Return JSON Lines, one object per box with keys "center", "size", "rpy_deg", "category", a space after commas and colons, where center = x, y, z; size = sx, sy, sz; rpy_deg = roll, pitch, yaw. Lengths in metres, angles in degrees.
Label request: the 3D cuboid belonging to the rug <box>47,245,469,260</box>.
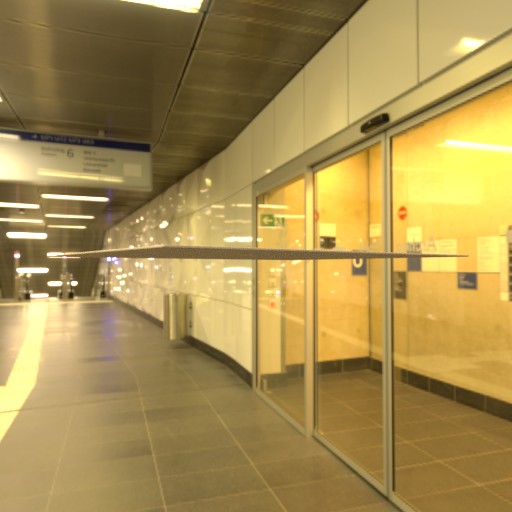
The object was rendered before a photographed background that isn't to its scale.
{"center": [0.000, 0.000, 4.099], "size": [3.046, 0.015, 2.446], "rpy_deg": [1, -2, -38], "category": "rug"}
